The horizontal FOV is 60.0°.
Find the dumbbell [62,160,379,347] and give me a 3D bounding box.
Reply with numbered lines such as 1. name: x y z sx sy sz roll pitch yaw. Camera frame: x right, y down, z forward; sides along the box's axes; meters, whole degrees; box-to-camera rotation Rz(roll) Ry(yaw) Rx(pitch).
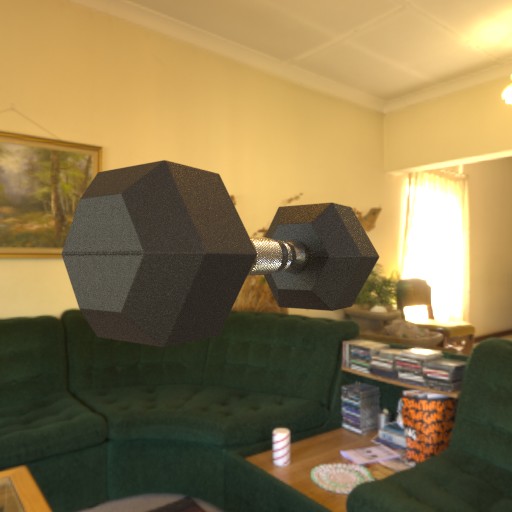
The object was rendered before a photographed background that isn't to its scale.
1. dumbbell: 0.000 0.000 0.360 0.116 0.101 0.297 0 -1 35
